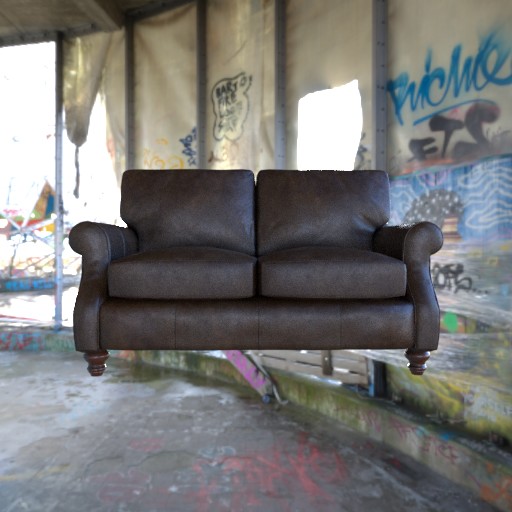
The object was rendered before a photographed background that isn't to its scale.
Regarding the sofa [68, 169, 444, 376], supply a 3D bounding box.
[{"bbox_3d":[0.000,0.000,2.218,1.616,0.976,0.990,0,1,-1],"label":"sofa"}]
